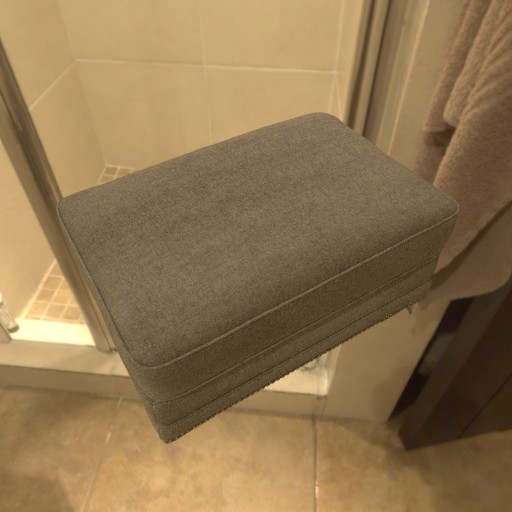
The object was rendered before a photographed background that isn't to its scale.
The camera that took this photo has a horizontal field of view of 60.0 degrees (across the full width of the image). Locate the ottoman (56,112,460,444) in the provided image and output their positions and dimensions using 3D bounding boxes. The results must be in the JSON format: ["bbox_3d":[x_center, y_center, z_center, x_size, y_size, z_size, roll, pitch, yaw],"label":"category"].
[{"bbox_3d":[0.000,0.000,1.148,0.813,0.457,0.561,-24,50,-21],"label":"ottoman"}]
